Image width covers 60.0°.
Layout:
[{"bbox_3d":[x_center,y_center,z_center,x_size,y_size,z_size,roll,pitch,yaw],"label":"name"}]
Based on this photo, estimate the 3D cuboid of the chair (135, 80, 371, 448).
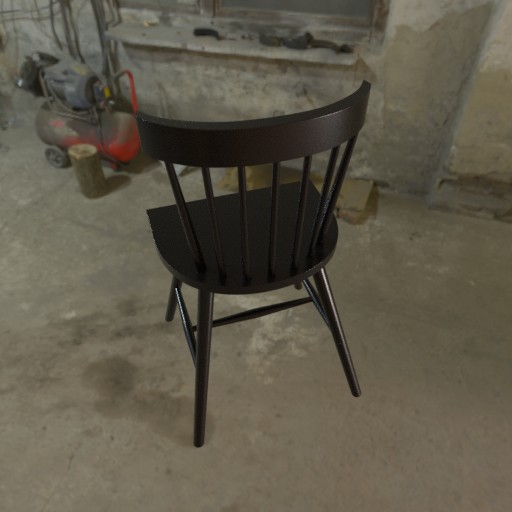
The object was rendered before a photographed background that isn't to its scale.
[{"bbox_3d":[0.000,0.000,1.130,0.506,0.844,0.483,-13,44,-13],"label":"chair"}]
